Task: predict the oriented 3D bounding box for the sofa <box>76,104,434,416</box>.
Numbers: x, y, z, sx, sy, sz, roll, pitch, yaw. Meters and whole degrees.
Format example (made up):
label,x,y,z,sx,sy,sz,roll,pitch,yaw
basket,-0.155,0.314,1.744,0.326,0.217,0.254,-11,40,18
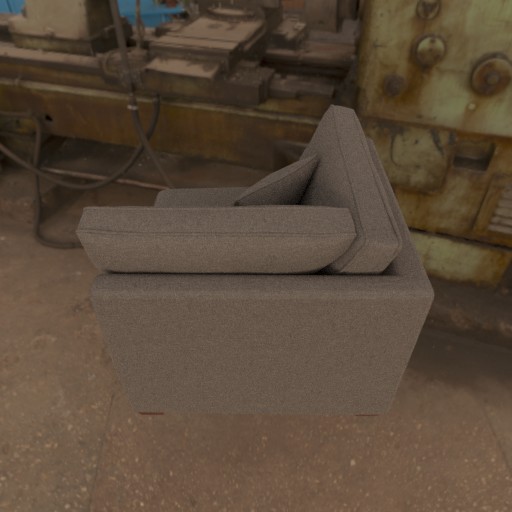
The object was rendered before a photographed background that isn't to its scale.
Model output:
label,x,y,z,sx,sy,sz,roll,pitch,yaw
sofa,0.000,0.000,2.005,1.146,1.002,1.084,0,42,0
